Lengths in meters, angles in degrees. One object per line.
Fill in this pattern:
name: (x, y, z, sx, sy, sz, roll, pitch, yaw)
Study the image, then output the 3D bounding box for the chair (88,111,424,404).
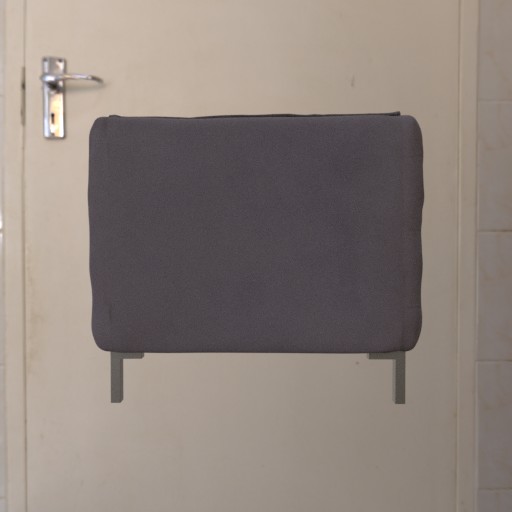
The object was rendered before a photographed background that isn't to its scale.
chair: (0.000, 0.000, 1.633, 0.946, 0.807, 0.913, 0, 1, 1)
